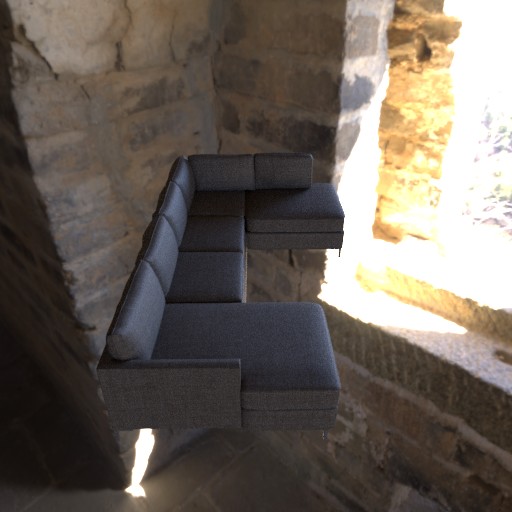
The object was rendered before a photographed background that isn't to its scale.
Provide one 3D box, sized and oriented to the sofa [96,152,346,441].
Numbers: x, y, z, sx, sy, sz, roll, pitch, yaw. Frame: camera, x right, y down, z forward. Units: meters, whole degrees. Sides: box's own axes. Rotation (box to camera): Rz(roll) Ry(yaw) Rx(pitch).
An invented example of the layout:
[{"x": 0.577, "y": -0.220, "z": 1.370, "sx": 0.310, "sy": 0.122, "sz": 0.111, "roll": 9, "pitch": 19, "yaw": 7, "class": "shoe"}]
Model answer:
[{"x": 0.000, "y": 0.000, "z": 4.312, "sx": 2.048, "sy": 0.999, "sz": 3.423, "roll": 0, "pitch": 32, "yaw": -1, "class": "sofa"}]
